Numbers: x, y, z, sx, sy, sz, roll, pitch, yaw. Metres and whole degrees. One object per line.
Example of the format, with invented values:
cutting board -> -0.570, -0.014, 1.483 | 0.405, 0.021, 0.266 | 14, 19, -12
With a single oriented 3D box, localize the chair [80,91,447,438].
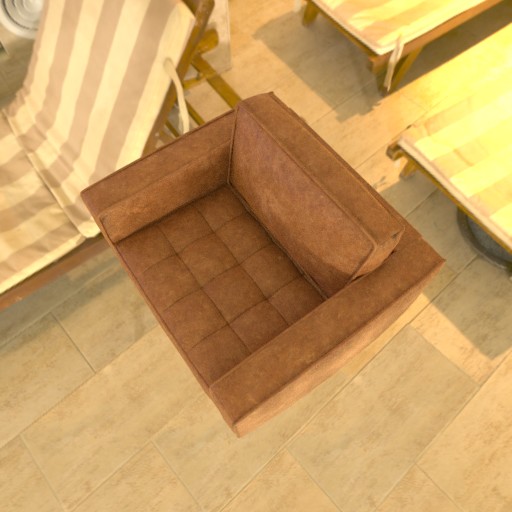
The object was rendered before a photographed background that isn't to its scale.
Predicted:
chair -> 0.000, 0.000, 1.552 | 0.798, 0.767, 0.928 | -33, 68, -15
